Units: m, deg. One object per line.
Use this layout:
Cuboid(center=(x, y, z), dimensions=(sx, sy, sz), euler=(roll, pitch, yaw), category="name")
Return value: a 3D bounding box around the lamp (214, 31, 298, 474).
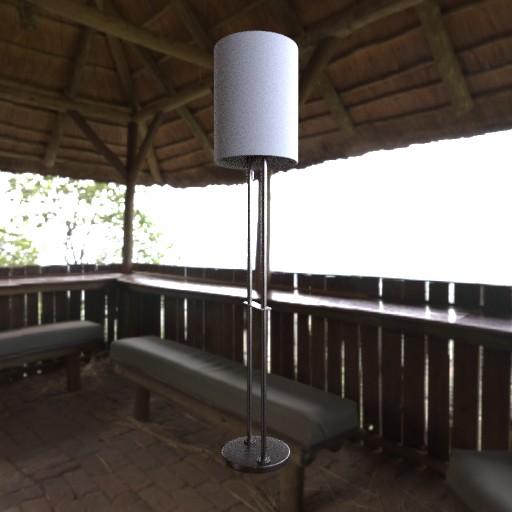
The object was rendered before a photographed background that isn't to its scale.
Cuboid(center=(0.000, 0.000, 1.637), dimensions=(0.305, 1.500, 0.306), euler=(0, 1, -18), category="lamp")
